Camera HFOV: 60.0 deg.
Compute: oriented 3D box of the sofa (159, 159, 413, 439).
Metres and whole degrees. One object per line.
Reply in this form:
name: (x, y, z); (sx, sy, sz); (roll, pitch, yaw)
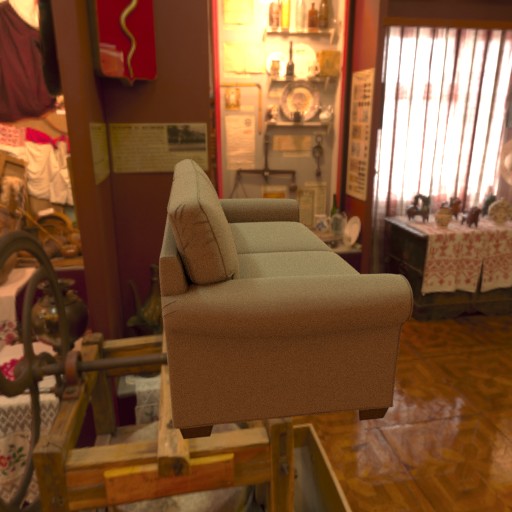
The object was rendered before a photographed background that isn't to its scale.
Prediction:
sofa: (0.000, 0.000, 2.459); (0.940, 0.952, 1.930); (-3, 17, -9)
